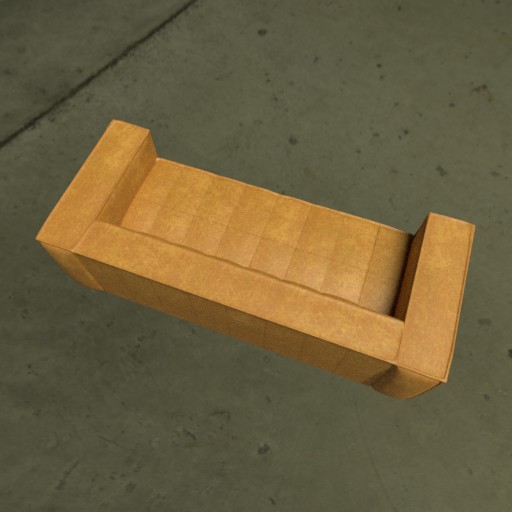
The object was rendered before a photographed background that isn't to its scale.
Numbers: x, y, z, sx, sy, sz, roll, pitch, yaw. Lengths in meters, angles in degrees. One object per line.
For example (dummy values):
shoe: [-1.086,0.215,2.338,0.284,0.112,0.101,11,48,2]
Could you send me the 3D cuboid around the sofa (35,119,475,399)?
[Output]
sofa: [0.000,0.000,3.045,2.581,0.701,1.102,18,65,9]
